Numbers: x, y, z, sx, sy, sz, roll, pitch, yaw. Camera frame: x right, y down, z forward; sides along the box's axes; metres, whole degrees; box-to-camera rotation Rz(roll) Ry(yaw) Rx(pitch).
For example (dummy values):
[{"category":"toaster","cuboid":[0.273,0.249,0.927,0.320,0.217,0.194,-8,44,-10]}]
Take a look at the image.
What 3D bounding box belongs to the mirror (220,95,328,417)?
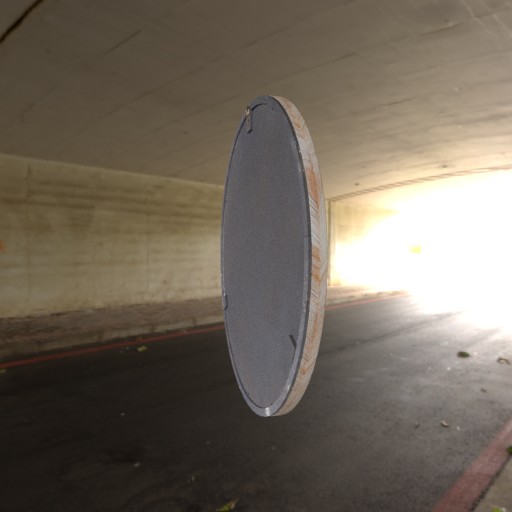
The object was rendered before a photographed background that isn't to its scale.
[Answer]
[{"category":"mirror","cuboid":[0.000,0.000,1.042,0.038,0.710,0.710,0,1,-16]}]
